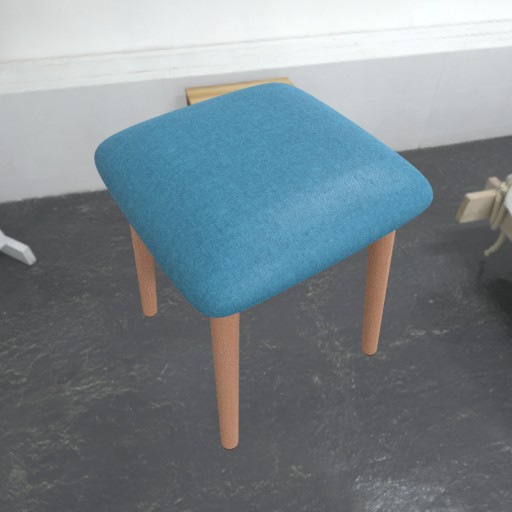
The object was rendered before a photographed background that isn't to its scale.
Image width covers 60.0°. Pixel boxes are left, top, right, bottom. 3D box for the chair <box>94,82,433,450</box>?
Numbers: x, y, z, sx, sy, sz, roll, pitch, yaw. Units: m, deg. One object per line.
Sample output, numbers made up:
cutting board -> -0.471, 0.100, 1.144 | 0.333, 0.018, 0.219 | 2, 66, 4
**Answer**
chair -> 0.000, 0.000, 0.725 | 0.360, 0.450, 0.360 | -26, 53, -22
